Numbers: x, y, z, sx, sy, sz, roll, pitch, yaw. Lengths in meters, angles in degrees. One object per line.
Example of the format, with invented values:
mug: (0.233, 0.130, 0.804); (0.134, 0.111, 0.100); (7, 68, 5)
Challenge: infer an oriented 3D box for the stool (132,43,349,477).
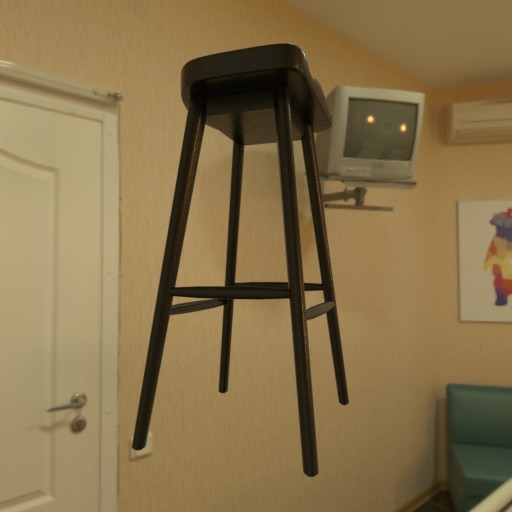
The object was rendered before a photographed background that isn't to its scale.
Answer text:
stool: (0.000, 0.000, 1.003); (0.361, 0.749, 0.440); (-1, -2, 19)
